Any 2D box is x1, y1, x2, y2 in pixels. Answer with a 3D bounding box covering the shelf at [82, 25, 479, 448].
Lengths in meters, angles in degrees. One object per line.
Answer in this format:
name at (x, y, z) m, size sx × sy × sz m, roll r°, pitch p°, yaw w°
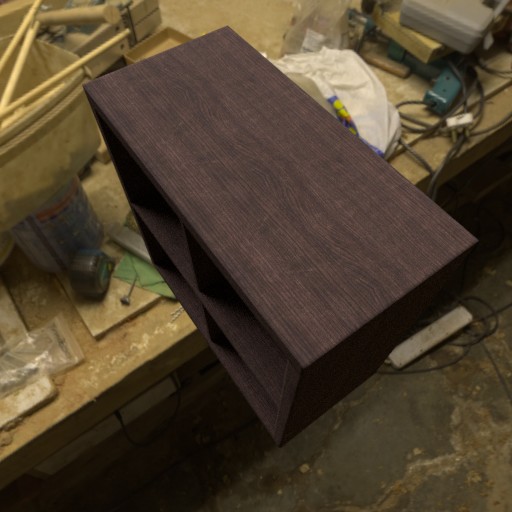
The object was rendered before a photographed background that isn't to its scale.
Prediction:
shelf at (0.000, 0.000, 1.216) m, size 0.390 × 0.786 × 0.790 m, roll -31°, pitch 64°, yaw -18°
